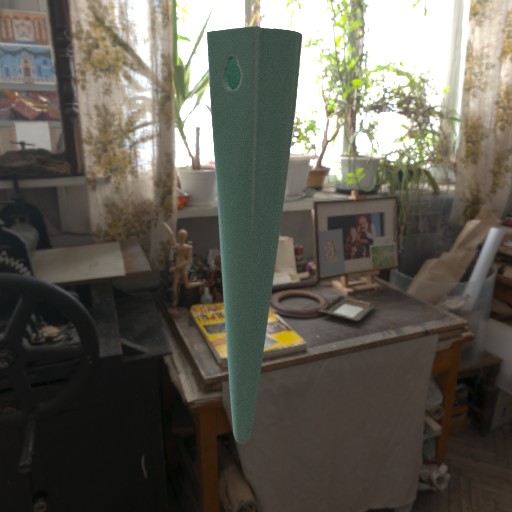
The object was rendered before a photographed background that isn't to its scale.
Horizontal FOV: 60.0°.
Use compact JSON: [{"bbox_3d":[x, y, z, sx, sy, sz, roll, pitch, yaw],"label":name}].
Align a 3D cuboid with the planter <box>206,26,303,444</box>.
[{"bbox_3d":[0.000,0.000,0.296,0.054,0.268,0.055,9,20,27],"label":"planter"}]
